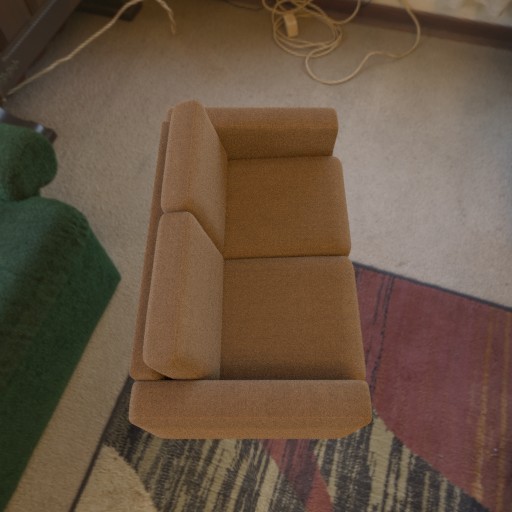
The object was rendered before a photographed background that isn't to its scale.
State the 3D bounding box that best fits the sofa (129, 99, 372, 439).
[{"bbox_3d":[0.000,0.000,2.041,0.900,0.800,1.520,0,62,0],"label":"sofa"}]
